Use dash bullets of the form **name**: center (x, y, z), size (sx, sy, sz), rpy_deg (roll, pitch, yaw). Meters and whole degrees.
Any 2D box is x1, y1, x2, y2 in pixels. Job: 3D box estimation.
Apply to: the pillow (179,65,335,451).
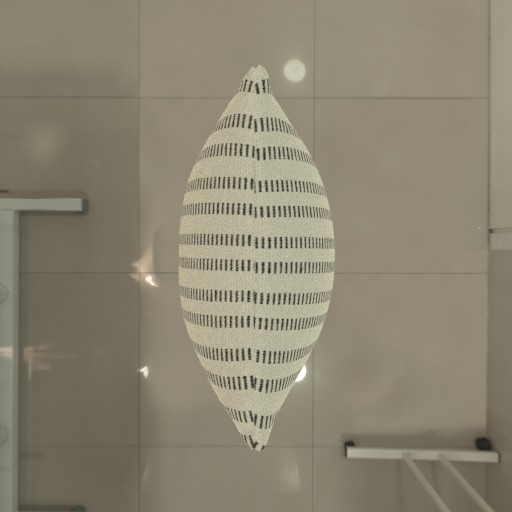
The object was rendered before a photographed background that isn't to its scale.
- **pillow**: center (0.000, 0.000, 0.697), size (0.247, 0.419, 0.438), rpy_deg (0, 91, 0)
